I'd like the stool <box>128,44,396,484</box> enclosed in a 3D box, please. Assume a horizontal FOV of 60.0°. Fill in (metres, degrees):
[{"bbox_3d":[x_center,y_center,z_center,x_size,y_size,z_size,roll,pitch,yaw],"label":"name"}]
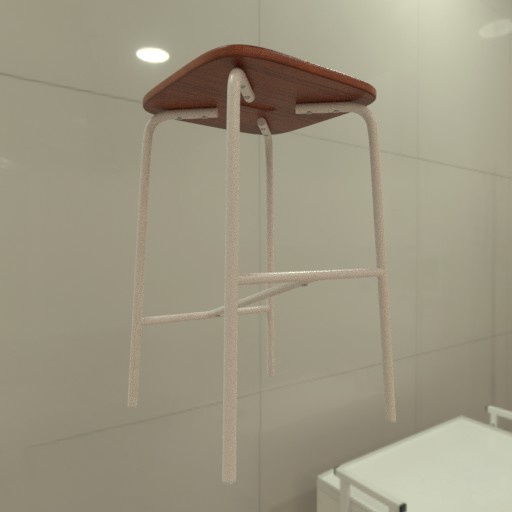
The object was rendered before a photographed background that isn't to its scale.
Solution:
[{"bbox_3d":[0.000,0.000,0.854,0.376,0.610,0.376,-1,1,-37],"label":"stool"}]
